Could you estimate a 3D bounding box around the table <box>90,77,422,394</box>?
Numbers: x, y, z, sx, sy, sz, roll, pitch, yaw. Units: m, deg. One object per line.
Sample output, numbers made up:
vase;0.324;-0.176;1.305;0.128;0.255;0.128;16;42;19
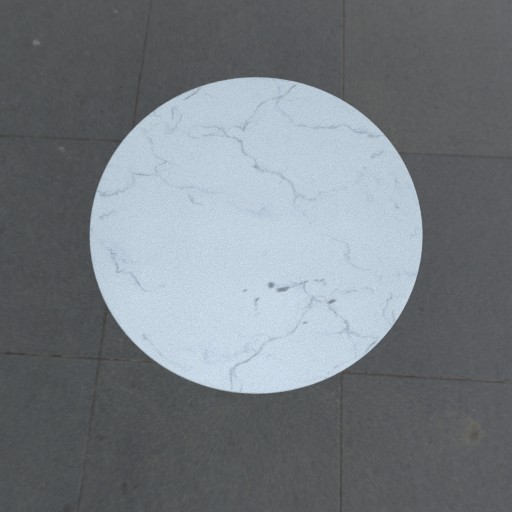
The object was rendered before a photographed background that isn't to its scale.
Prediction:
table;0.000;0.000;0.870;0.500;0.420;0.500;0;75;0
